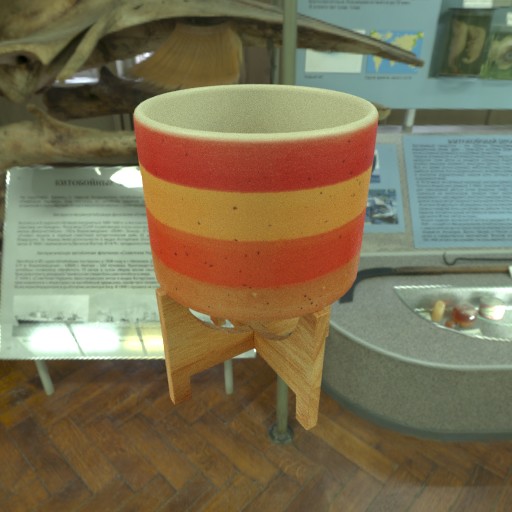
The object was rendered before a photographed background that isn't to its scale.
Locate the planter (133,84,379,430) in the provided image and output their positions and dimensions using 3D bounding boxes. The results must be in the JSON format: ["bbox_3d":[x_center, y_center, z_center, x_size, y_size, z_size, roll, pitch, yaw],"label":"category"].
[{"bbox_3d":[0.000,0.000,0.571,0.269,0.379,0.269,0,30,0],"label":"planter"}]
